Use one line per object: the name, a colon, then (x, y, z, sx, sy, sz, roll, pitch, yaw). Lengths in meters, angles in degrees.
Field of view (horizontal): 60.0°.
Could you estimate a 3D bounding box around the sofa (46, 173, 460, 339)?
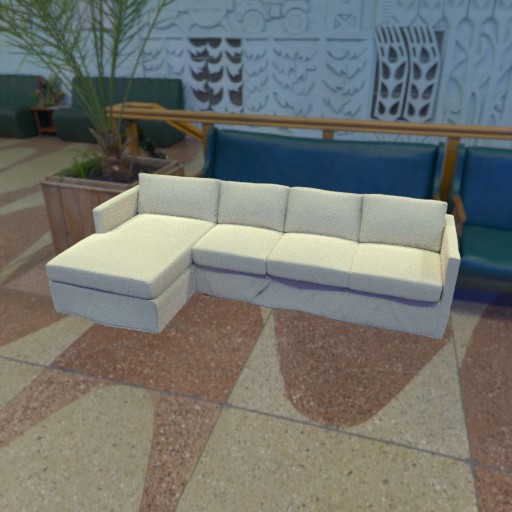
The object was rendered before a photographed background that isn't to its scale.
sofa: (0.000, 0.000, 3.855, 3.205, 0.922, 1.650, 9, 28, 17)
